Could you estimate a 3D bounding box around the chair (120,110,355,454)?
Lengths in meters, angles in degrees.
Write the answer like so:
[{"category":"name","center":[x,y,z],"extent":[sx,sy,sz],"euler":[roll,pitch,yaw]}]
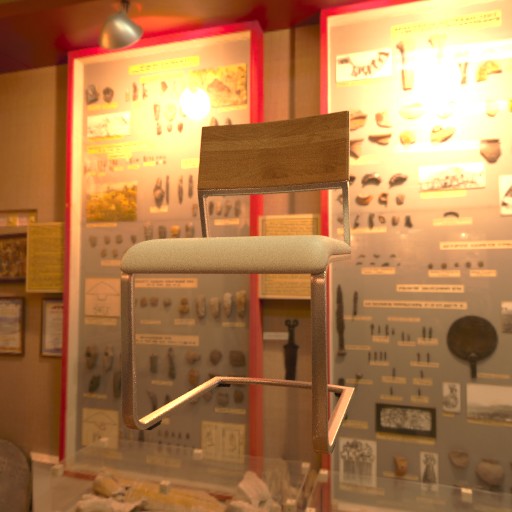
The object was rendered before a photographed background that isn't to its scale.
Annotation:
[{"category":"chair","center":[0.000,0.000,1.185],"extent":[0.467,0.844,0.585],"euler":[-1,-2,18]}]
